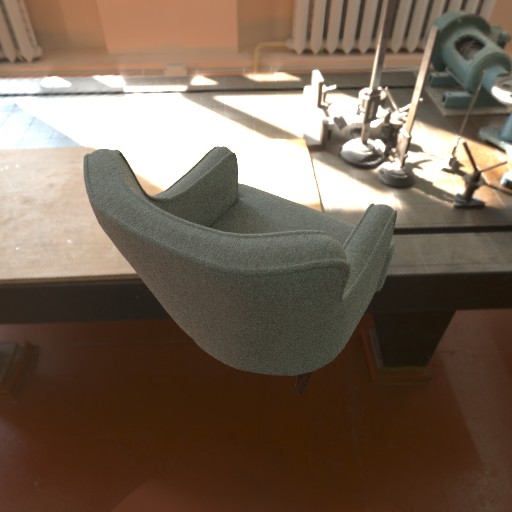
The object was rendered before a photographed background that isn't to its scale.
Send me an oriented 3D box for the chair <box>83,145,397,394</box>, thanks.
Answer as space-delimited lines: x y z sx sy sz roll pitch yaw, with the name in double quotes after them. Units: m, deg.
0.000 0.000 1.583 0.820 0.920 0.910 24 50 22 "chair"
